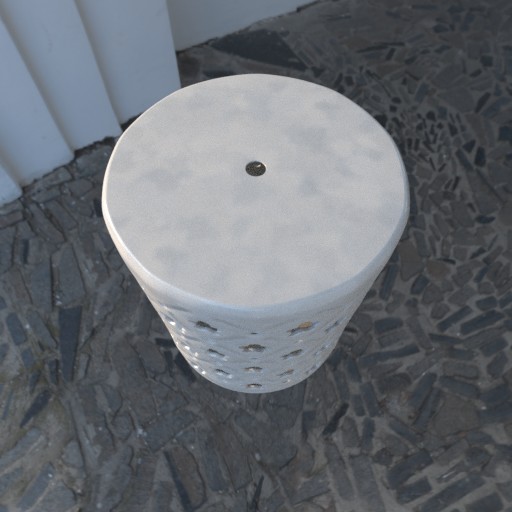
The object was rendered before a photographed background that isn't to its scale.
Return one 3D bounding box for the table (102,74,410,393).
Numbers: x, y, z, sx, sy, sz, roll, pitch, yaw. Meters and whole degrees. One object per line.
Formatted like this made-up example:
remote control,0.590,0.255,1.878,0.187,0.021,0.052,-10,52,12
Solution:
table,0.000,0.000,0.667,0.352,0.387,0.352,0,59,0
